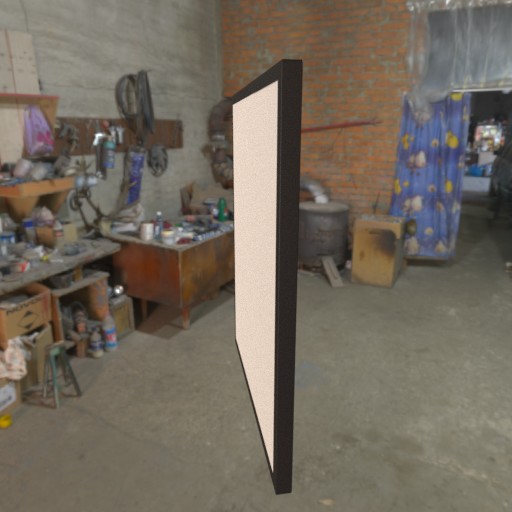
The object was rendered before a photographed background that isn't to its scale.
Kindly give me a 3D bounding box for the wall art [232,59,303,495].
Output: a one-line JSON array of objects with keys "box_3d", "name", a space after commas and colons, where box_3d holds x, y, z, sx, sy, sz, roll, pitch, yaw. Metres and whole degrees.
[{"box_3d": [0.000, 0.000, 0.699, 0.021, 0.509, 0.430, -3, 16, -9], "name": "wall art"}]
